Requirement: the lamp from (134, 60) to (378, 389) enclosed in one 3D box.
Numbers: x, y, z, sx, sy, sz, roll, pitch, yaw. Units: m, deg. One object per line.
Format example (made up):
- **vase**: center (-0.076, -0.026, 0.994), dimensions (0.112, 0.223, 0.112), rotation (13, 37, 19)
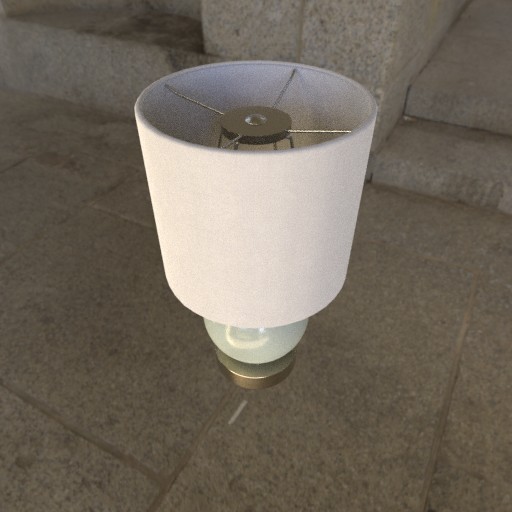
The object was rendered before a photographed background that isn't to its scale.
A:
- **lamp**: center (0.000, 0.000, 0.488), dimensions (0.201, 0.353, 0.201), rotation (0, 41, 0)
